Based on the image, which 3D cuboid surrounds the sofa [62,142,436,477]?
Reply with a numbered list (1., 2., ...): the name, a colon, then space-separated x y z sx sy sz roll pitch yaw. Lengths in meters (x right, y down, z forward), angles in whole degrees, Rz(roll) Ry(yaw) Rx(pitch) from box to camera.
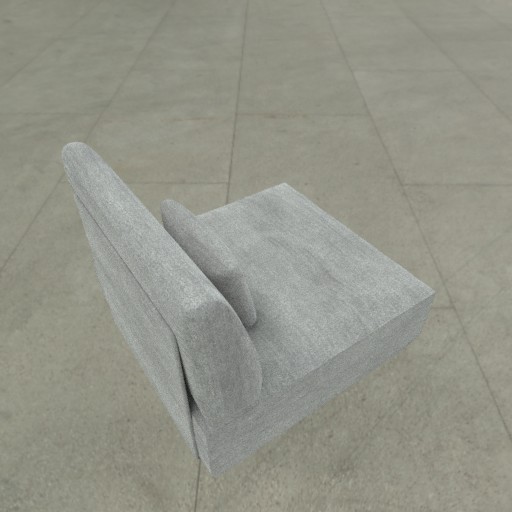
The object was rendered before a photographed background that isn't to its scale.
1. sofa: 0.000 0.000 1.657 1.000 0.820 0.930 -25 47 -25
